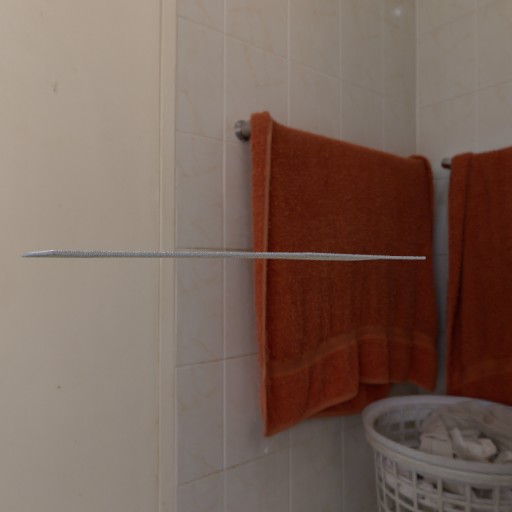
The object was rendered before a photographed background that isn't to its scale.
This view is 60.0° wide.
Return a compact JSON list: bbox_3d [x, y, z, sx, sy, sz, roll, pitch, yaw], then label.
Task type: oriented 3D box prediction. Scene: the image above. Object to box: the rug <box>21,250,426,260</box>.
[{"bbox_3d":[0.000,0.000,2.566,2.341,0.037,0.675,1,-1,-36],"label":"rug"}]
